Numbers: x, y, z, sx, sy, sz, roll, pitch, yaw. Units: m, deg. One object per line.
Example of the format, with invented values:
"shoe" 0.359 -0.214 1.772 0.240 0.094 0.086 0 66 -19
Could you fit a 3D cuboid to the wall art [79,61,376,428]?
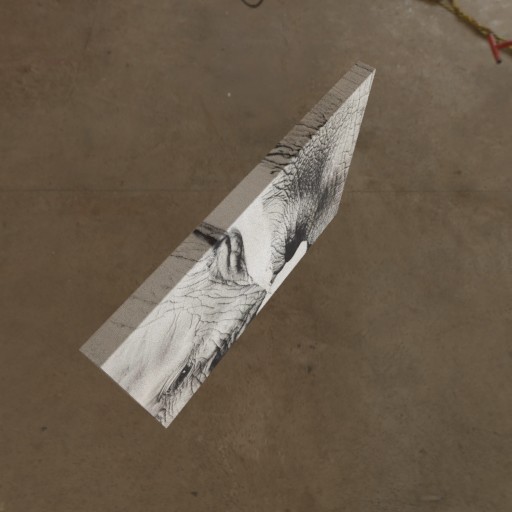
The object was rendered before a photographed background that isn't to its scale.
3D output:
"wall art" 0.000 0.000 0.783 0.035 0.407 0.613 33 65 17
